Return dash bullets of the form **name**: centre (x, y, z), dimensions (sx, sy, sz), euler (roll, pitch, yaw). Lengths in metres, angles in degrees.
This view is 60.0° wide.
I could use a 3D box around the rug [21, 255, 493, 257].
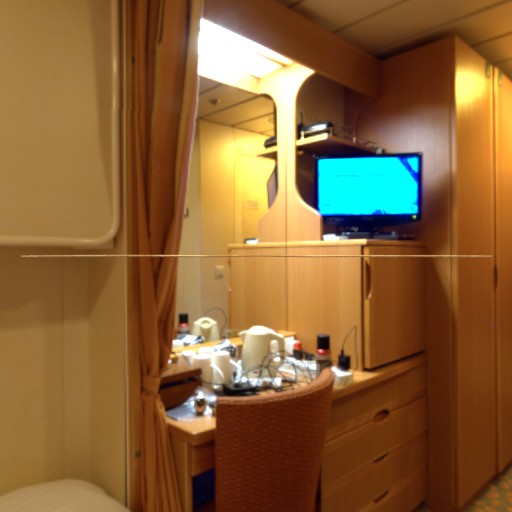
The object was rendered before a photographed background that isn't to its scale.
- **rug**: centre (0.000, 0.000, 4.338), dimensions (3.365, 0.020, 2.452), euler (0, 0, -1)
